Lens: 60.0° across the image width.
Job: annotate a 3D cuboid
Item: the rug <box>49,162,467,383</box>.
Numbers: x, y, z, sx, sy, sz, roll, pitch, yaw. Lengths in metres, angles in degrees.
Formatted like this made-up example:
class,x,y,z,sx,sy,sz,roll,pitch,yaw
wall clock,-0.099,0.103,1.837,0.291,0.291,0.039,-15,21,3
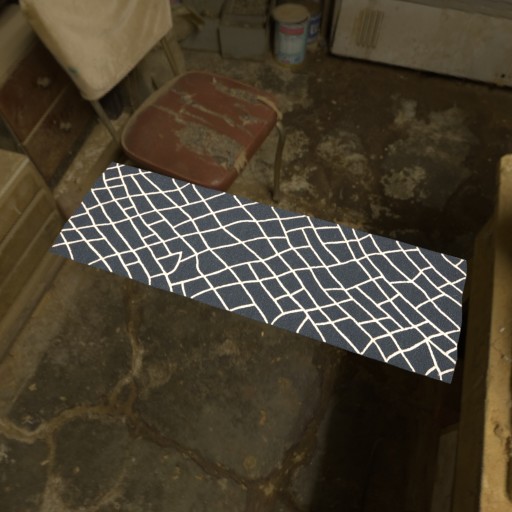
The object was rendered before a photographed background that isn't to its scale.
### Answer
class,x,y,z,sx,sy,sz,roll,pitch,yaw
rug,0.000,0.000,2.728,2.476,0.010,0.807,17,60,10
